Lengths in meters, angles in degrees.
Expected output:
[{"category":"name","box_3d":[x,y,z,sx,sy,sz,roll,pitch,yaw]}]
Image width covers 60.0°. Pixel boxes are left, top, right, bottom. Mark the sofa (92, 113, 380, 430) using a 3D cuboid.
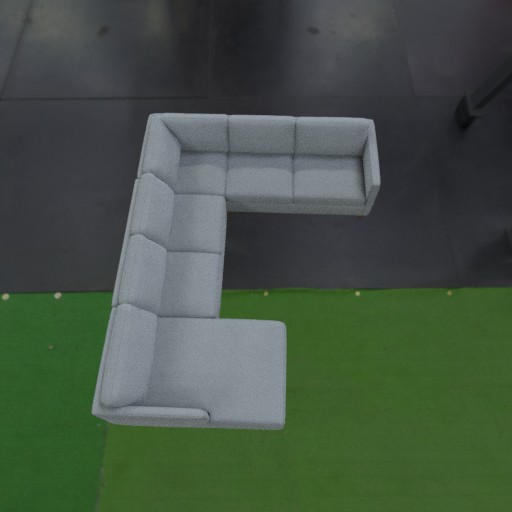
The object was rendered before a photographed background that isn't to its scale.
[{"category":"sofa","box_3d":[0.000,0.000,4.455,2.551,0.853,3.238,2,63,1]}]
